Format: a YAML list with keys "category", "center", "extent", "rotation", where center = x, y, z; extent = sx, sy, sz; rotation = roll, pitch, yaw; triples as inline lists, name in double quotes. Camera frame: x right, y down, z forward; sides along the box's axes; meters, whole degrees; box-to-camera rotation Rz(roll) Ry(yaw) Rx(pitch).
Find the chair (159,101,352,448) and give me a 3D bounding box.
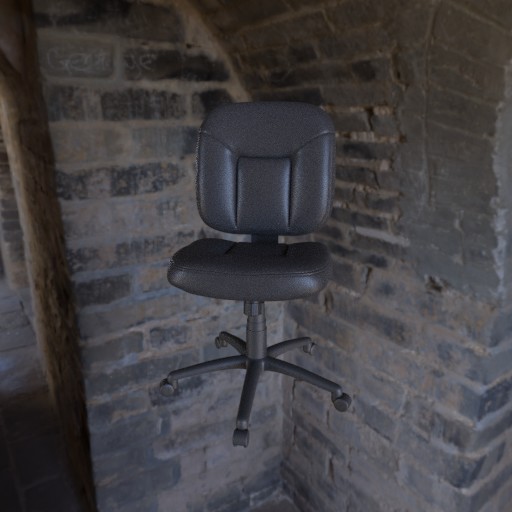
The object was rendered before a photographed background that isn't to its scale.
- category: "chair"
  center: [0.000, 0.000, 1.420]
  extent: [0.647, 0.959, 0.646]
  rotation: [2, 17, 8]
